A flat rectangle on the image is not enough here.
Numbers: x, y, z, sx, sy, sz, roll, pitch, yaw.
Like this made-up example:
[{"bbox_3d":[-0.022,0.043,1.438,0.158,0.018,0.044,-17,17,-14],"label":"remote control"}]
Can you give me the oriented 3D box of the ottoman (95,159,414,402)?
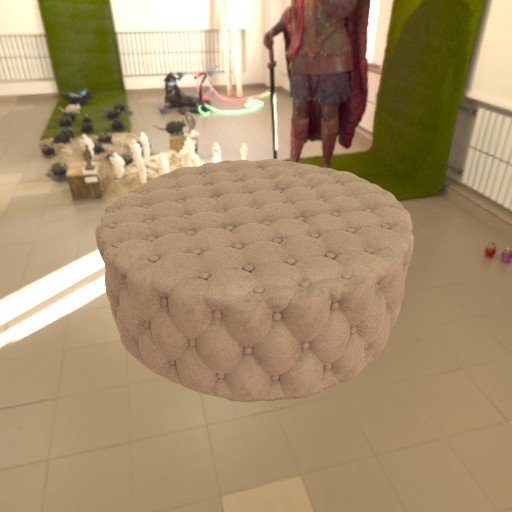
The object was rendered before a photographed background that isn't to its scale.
[{"bbox_3d":[0.000,0.000,1.519,0.998,0.399,0.998,0,31,0],"label":"ottoman"}]
